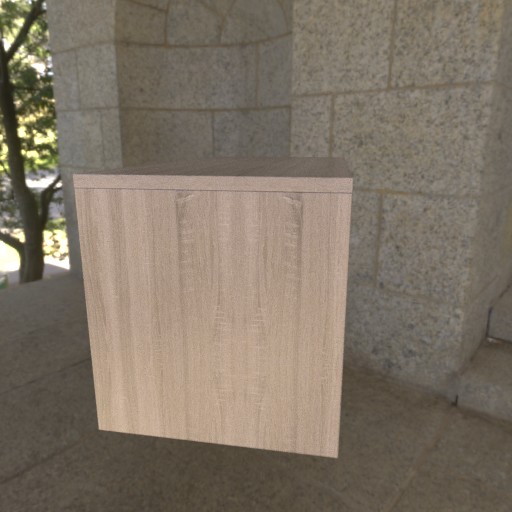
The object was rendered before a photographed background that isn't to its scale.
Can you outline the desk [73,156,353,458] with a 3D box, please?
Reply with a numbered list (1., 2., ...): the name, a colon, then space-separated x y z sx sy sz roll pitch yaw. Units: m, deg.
1. desk: 0.000 0.000 1.806 0.690 0.745 1.380 3 15 10
